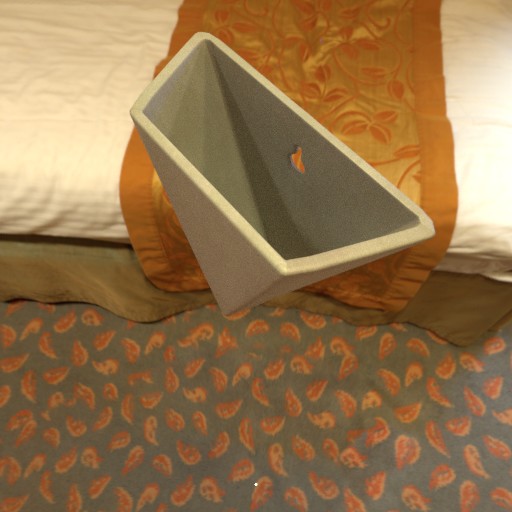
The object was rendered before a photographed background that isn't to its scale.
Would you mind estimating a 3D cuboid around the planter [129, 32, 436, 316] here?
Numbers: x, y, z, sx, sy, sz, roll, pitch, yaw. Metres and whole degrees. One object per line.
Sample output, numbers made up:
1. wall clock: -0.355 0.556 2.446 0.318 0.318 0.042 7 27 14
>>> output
1. planter: 0.000 0.000 0.271 0.060 0.197 0.150 -36 68 -17
